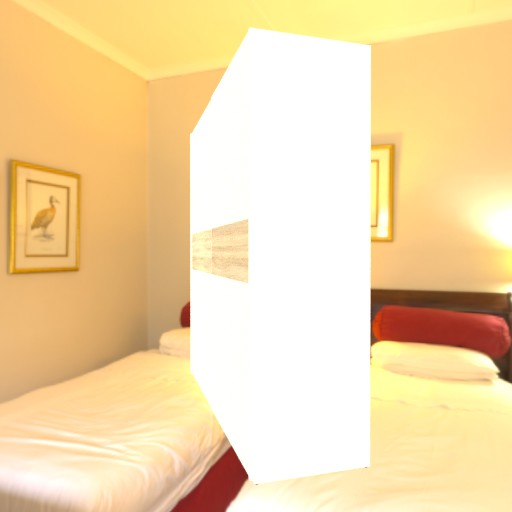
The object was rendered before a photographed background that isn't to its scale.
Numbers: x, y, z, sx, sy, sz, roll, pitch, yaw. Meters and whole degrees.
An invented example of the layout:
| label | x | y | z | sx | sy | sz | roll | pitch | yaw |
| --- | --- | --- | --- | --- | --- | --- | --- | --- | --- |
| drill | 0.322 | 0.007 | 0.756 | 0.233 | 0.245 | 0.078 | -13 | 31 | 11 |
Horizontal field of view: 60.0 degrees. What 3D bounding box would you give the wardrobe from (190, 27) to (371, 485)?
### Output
| label | x | y | z | sx | sy | sz | roll | pitch | yaw |
| --- | --- | --- | --- | --- | --- | --- | --- | --- | --- |
| wardrobe | 0.000 | 0.000 | 2.915 | 0.600 | 2.020 | 1.830 | 0 | 0 | -17 |
